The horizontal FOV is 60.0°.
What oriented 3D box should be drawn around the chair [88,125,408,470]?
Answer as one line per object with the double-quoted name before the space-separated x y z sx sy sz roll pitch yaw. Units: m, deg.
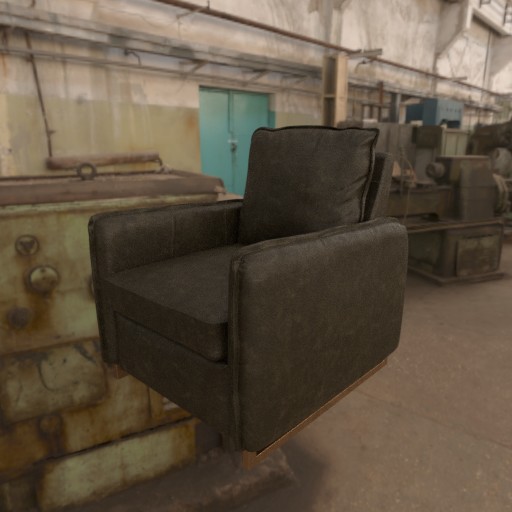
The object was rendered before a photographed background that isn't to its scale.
"chair" 0.000 0.000 1.610 0.830 0.921 0.921 14 20 41
